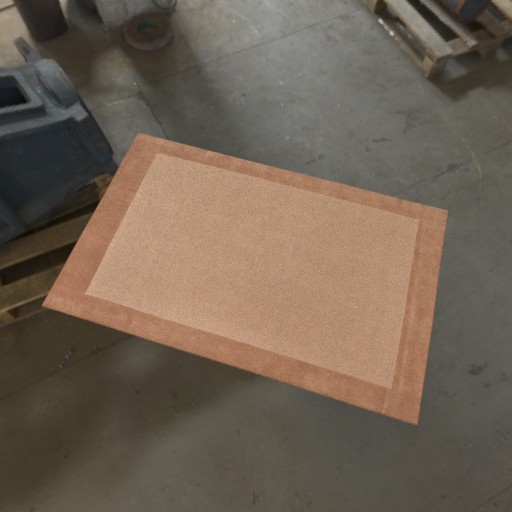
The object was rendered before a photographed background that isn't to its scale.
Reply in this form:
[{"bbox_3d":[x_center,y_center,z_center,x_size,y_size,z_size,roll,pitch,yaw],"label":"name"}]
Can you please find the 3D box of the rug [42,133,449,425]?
[{"bbox_3d":[0.000,0.000,3.040,2.438,0.014,1.524,16,65,8],"label":"rug"}]
